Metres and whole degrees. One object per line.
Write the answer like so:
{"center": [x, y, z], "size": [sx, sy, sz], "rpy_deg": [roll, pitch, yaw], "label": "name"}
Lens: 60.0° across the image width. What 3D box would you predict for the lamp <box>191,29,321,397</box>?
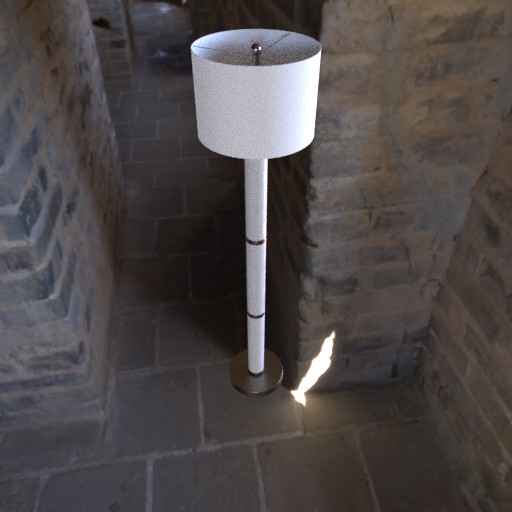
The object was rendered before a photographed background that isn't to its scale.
{"center": [0.000, 0.000, 1.788], "size": [0.377, 1.599, 0.377], "rpy_deg": [24, 46, 26], "label": "lamp"}
